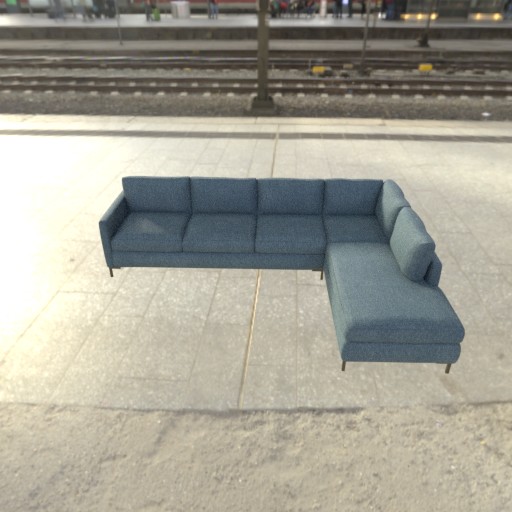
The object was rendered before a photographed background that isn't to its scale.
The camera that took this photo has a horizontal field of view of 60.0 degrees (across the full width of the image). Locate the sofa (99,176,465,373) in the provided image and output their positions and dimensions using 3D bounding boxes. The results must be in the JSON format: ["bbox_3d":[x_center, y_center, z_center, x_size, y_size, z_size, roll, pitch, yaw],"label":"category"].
[{"bbox_3d":[0.000,0.000,3.897,2.949,0.815,2.007,1,30,2],"label":"sofa"}]
